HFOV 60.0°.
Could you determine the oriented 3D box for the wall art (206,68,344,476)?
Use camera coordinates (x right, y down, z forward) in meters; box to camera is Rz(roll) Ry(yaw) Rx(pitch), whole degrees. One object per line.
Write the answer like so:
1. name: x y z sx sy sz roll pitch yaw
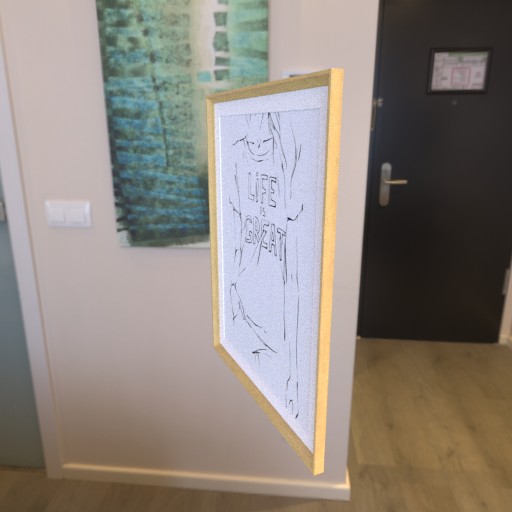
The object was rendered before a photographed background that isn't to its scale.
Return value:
1. wall art: 0.000 0.000 1.392 0.030 1.002 0.798 -7 17 -24
